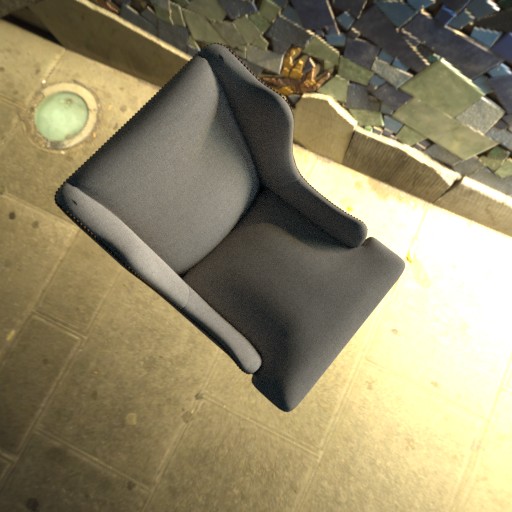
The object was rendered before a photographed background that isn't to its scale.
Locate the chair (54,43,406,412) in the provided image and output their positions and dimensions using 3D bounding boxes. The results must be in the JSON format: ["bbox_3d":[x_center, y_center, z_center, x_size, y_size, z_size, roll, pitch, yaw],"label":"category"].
[{"bbox_3d":[0.000,0.000,1.676,0.940,1.029,0.737,40,79,9],"label":"chair"}]
